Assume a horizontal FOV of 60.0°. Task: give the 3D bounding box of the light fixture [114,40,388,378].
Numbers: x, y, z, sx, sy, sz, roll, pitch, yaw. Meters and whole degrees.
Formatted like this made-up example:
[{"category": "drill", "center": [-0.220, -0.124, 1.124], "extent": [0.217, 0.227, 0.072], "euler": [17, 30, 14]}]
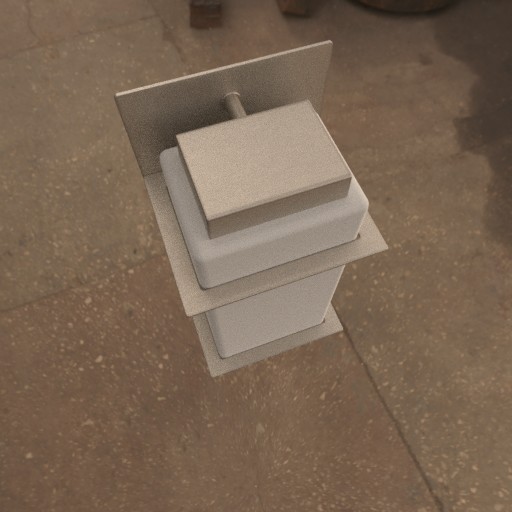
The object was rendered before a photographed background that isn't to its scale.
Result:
[{"category": "light fixture", "center": [0.000, 0.000, 0.465], "extent": [0.168, 0.380, 0.160], "euler": [-18, 64, -9]}]
